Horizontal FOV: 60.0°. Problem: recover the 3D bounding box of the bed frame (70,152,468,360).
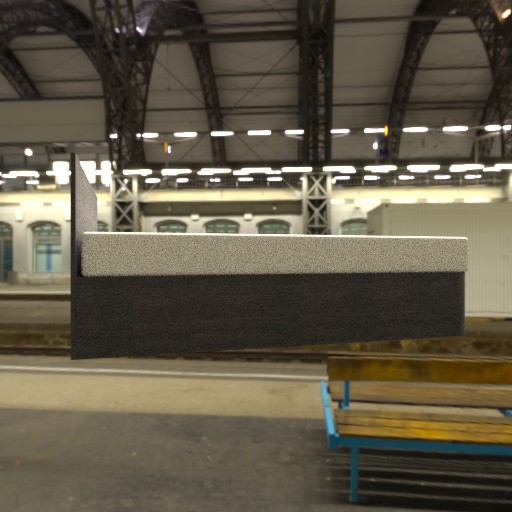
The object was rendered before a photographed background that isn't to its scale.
[{"bbox_3d":[0.000,0.000,2.644,1.900,0.800,1.400,0,0,-16],"label":"bed frame"}]
